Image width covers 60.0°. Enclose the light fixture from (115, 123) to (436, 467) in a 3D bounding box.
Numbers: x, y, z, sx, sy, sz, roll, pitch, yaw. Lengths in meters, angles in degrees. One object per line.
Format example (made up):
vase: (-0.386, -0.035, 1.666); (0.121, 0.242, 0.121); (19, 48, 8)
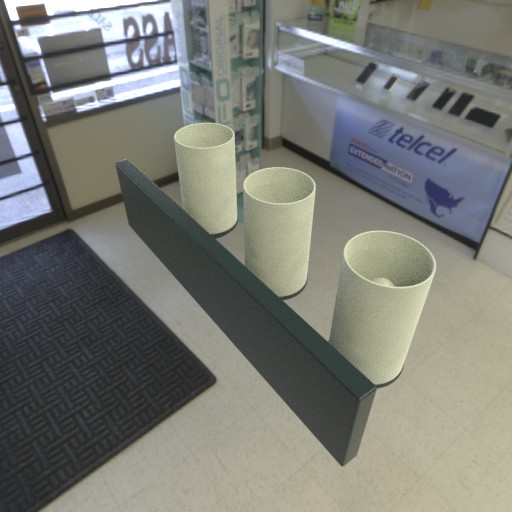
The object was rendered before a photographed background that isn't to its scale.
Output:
light fixture: (0.000, 0.000, 0.526); (0.145, 0.172, 0.451); (-25, 46, -27)
